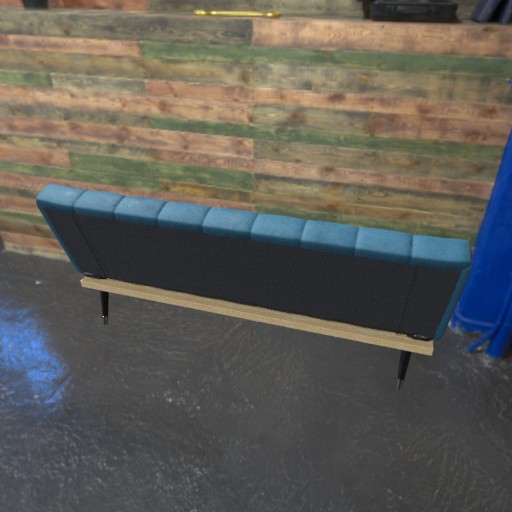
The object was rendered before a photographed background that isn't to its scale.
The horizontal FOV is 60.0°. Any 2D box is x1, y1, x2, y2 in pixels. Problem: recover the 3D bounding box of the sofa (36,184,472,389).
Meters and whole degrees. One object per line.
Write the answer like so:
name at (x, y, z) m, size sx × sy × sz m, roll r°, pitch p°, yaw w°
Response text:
sofa at (0.000, 0.000, 2.270) m, size 1.810 × 0.825 × 0.830 m, roll 9°, pitch 33°, yaw 14°
